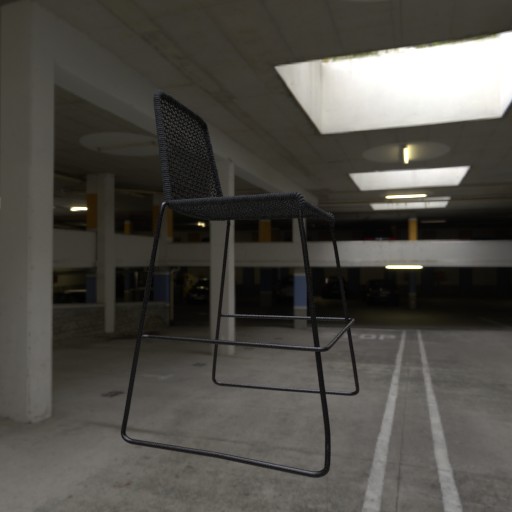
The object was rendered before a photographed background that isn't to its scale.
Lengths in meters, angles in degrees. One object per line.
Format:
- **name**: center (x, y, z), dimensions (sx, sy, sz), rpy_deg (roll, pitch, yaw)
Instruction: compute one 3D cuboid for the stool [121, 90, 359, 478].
- **stool**: center (0.000, 0.000, 1.245), dimensions (0.509, 0.905, 0.590), rpy_deg (0, -1, 19)
